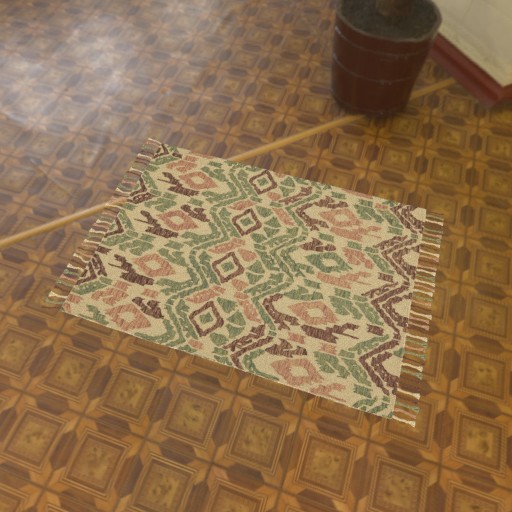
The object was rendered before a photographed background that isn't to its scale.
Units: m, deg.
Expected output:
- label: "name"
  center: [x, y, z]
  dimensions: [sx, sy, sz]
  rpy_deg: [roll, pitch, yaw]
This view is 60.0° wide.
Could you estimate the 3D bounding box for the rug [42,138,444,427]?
- label: "rug"
  center: [0.000, 0.000, 2.320]
  dimensions: [1.829, 0.010, 1.219]
  rpy_deg: [16, 60, 9]
